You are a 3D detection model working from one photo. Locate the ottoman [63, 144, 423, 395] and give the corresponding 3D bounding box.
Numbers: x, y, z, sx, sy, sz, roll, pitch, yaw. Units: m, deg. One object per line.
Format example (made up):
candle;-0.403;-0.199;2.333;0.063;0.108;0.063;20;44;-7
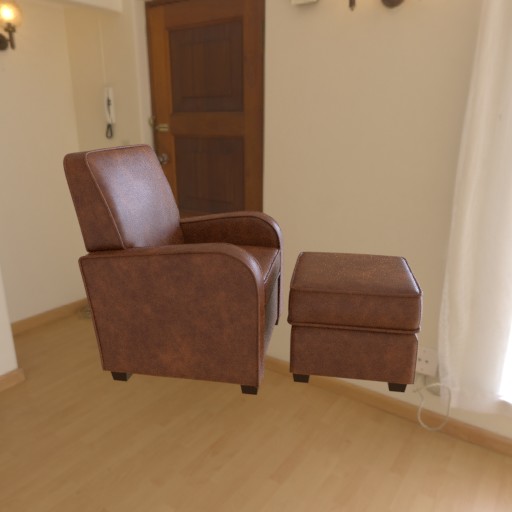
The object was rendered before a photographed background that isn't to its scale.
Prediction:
ottoman;0.000;0.000;1.888;1.314;0.904;0.732;3;17;10
